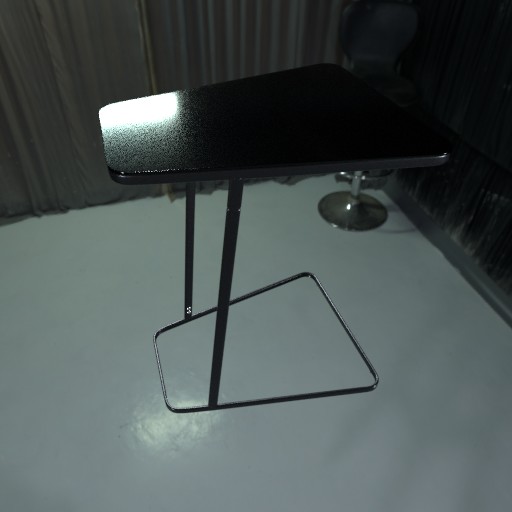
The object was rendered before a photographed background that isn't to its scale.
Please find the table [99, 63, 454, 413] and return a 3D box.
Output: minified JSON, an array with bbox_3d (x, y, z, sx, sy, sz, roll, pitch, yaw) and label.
[{"bbox_3d":[0.000,0.000,0.946,0.500,0.624,0.427,-12,42,-14],"label":"table"}]
